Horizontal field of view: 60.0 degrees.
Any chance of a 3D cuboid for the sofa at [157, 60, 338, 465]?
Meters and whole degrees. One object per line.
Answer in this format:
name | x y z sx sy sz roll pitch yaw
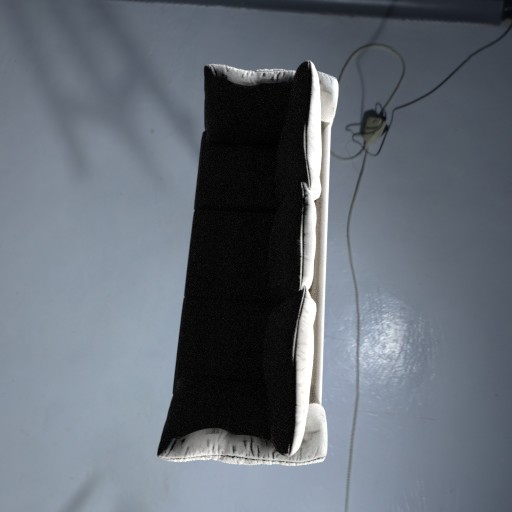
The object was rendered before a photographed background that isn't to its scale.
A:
sofa | 0.000 0.000 2.775 0.878 0.996 2.334 4 75 1
